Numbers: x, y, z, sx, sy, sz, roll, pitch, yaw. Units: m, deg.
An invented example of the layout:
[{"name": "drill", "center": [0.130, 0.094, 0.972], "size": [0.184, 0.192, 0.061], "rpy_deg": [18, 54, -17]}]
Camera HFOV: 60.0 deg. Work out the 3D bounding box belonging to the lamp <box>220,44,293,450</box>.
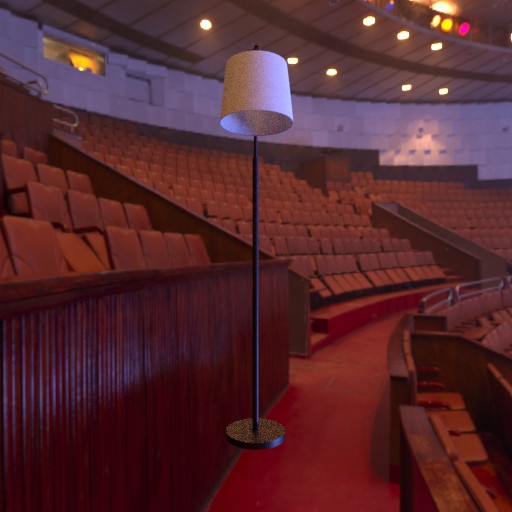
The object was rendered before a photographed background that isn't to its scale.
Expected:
[{"name": "lamp", "center": [0.000, 0.000, 1.669], "size": [0.254, 1.478, 0.508], "rpy_deg": [0, 1, -1]}]
